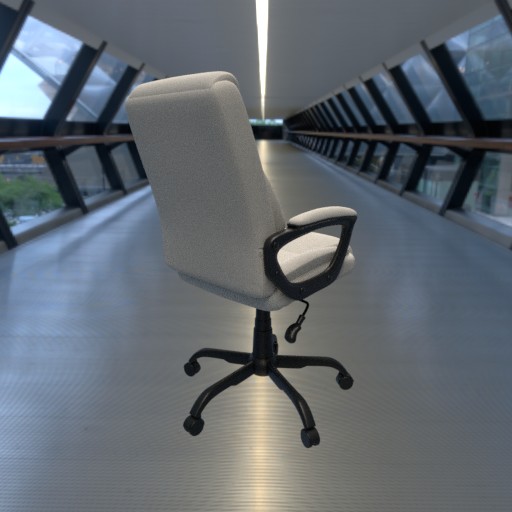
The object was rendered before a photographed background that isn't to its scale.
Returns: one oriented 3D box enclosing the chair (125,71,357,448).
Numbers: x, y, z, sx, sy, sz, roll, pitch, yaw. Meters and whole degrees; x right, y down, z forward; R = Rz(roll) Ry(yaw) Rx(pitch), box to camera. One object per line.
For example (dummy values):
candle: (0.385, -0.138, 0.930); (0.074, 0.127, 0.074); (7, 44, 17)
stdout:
chair: (0.000, 0.000, 1.470); (0.669, 1.065, 0.663); (-14, 20, -43)
